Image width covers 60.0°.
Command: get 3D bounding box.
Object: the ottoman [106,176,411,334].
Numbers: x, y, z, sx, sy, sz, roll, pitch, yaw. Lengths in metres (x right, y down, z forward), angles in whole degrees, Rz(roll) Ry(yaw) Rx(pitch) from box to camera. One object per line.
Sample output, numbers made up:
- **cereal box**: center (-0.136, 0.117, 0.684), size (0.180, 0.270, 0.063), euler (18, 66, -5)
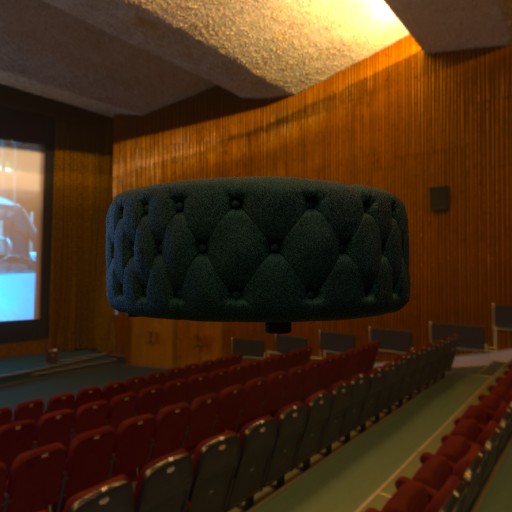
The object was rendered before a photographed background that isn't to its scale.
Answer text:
- **ottoman**: center (0.000, 0.000, 1.528), size (0.998, 0.398, 0.998), euler (0, -1, 0)
